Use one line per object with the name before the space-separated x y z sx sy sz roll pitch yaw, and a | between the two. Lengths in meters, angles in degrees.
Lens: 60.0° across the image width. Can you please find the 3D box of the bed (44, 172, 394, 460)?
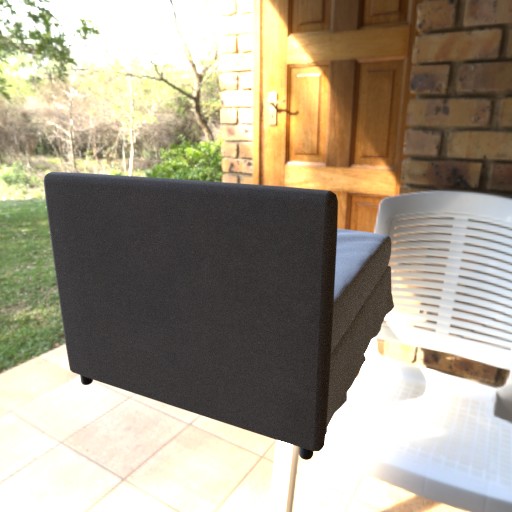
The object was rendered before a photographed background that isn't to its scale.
bed | 0.000 0.000 3.185 1.723 1.330 2.142 8 19 25
